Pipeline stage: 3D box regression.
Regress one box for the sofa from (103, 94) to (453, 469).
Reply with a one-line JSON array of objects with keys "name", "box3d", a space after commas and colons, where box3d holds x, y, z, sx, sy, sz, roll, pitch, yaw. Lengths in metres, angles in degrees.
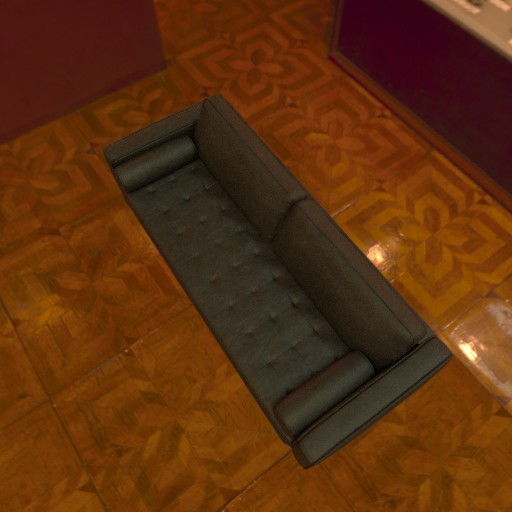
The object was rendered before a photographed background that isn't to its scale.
[{"name": "sofa", "box3d": [0.000, 0.000, 2.627, 0.914, 0.762, 2.210, -31, 66, -15]}]
